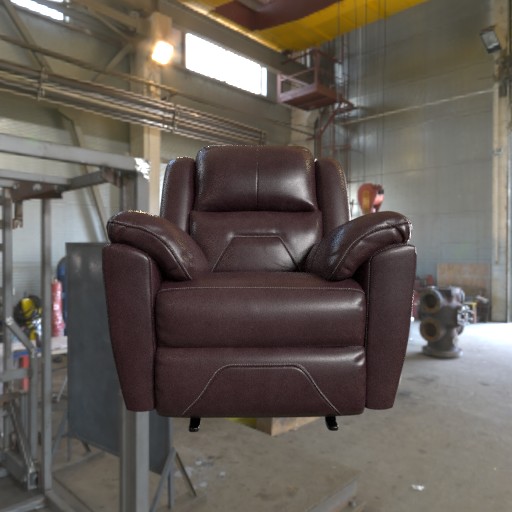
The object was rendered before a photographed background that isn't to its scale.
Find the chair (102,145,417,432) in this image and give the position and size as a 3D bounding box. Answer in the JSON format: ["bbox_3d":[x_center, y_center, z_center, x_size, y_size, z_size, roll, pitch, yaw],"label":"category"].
[{"bbox_3d":[0.000,0.000,1.830,0.990,1.093,1.041,0,1,-1],"label":"chair"}]
